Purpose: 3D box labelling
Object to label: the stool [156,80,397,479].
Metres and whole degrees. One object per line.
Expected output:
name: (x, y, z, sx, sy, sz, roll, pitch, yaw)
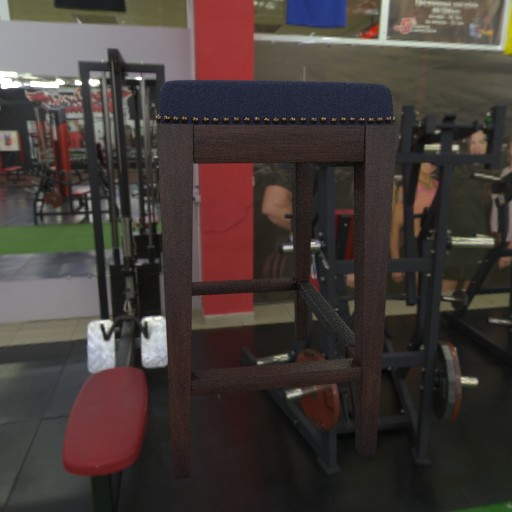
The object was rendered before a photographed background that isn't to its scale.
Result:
stool: (0.000, 0.000, 0.927, 0.361, 0.642, 0.500, -2, 16, -9)
